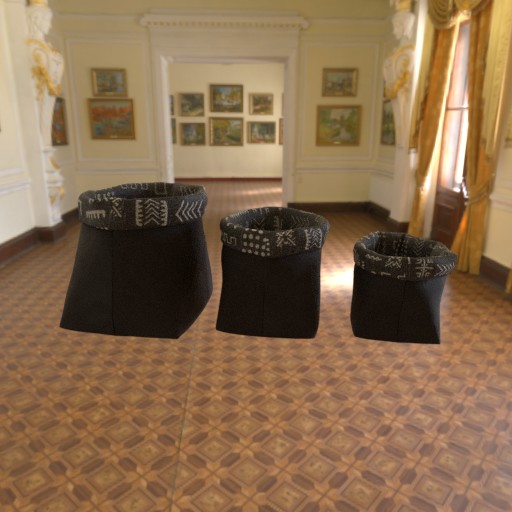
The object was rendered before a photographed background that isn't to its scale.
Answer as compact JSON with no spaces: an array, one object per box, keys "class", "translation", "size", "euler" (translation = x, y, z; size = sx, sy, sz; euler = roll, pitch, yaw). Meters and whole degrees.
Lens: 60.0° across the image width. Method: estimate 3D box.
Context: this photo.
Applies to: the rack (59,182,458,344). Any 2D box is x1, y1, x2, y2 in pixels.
[{"class":"rack","translation":[0.000,0.000,1.108],"size":[0.905,0.323,0.379],"euler":[3,16,9]}]
